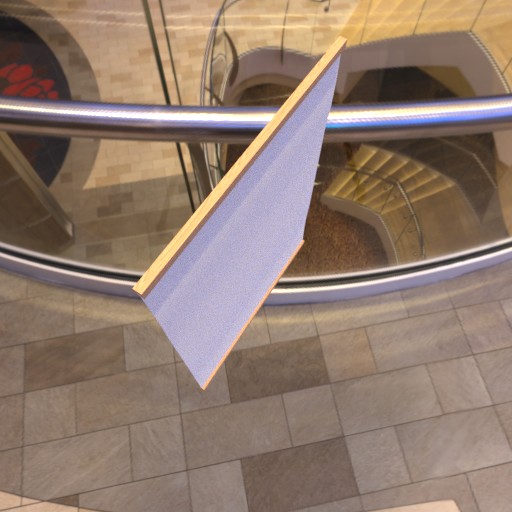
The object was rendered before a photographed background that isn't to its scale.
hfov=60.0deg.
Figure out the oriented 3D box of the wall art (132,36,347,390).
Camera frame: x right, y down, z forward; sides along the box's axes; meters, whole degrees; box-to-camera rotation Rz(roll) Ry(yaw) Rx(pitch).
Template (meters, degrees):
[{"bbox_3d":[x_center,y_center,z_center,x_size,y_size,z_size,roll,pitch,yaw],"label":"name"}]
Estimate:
[{"bbox_3d":[0.000,0.000,1.338,0.020,1.016,0.739,30,68,14],"label":"wall art"}]
